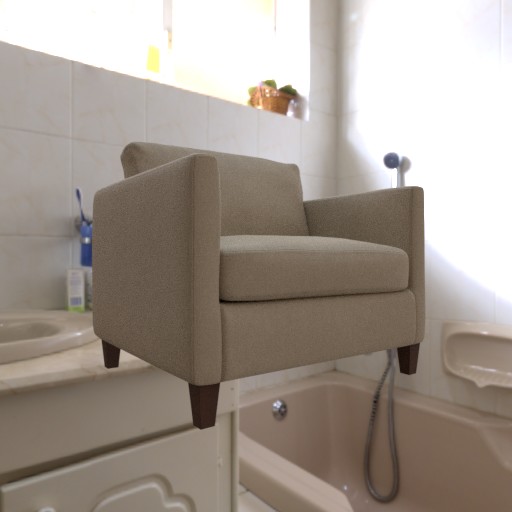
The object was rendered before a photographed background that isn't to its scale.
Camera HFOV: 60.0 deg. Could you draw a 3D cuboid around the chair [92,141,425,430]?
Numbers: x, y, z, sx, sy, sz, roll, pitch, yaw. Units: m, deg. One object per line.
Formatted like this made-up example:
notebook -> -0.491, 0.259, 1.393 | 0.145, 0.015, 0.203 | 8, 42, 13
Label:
chair -> 0.000, 0.000, 1.858 | 1.107, 0.961, 0.959 | 0, 0, -36
